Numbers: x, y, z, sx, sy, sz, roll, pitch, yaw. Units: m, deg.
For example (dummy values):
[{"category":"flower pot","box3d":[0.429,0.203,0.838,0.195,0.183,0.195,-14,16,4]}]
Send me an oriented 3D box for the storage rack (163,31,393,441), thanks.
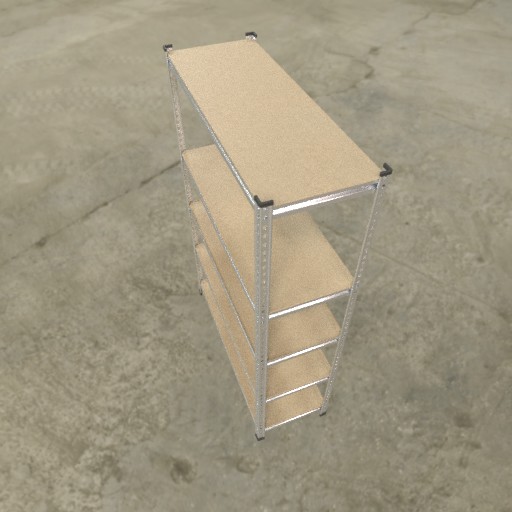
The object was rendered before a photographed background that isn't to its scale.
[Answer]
[{"category":"storage rack","box3d":[0.000,0.000,2.394,0.457,1.829,1.219,-16,49,-14]}]
